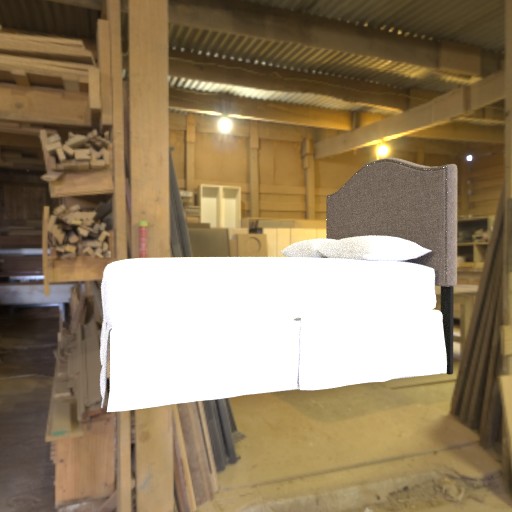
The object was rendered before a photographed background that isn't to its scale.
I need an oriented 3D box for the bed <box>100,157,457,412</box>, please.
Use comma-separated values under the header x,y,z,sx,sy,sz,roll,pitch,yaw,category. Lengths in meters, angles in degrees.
x,y,z,sx,sy,sz,roll,pitch,yaw,category
0.000,0.000,3.228,2.153,1.518,1.713,0,1,-19,bed
